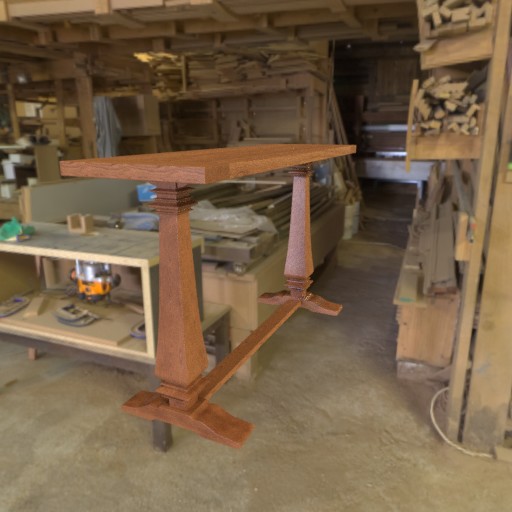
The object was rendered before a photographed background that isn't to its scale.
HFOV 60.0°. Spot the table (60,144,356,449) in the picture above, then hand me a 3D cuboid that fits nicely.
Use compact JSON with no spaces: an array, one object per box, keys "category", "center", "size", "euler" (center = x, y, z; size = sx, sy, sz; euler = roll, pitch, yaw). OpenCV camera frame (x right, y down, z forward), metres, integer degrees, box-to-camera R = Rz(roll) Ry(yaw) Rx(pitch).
[{"category":"table","center":[0.000,0.000,1.839],"size":[0.461,0.852,1.478],"euler":[7,18,24]}]
